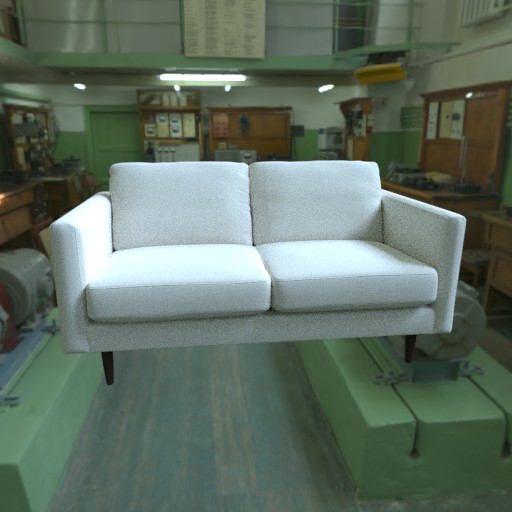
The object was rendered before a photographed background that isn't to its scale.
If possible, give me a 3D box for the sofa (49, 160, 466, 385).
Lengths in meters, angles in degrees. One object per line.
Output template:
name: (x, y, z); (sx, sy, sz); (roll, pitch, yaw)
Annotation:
sofa: (0.000, 0.000, 2.229); (1.713, 0.893, 0.940); (-2, 16, -7)
